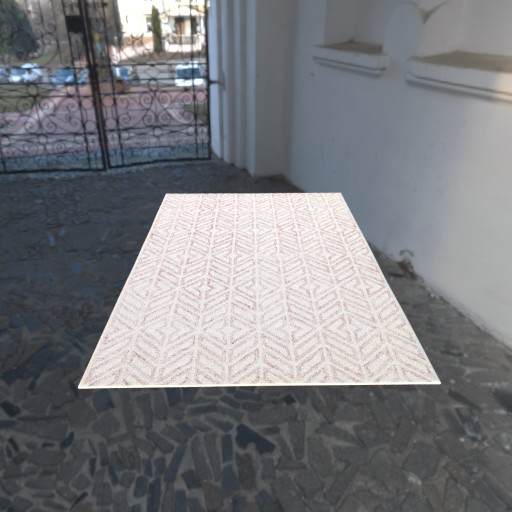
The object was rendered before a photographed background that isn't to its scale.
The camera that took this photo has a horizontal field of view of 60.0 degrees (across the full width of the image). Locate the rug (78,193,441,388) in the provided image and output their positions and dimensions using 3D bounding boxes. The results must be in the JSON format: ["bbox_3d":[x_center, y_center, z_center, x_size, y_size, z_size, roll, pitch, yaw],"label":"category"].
[{"bbox_3d":[0.000,0.000,2.291,1.220,0.007,1.828,0,28,-1],"label":"rug"}]
